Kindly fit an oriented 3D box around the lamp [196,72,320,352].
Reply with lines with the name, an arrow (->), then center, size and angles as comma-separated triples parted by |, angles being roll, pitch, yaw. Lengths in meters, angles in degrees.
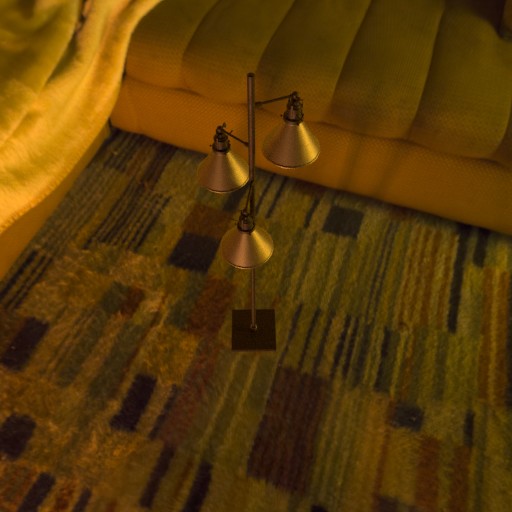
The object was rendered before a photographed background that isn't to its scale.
lamp -> 0.000, 0.000, 1.887 | 0.428, 1.716, 0.415 | -1, 57, -1
